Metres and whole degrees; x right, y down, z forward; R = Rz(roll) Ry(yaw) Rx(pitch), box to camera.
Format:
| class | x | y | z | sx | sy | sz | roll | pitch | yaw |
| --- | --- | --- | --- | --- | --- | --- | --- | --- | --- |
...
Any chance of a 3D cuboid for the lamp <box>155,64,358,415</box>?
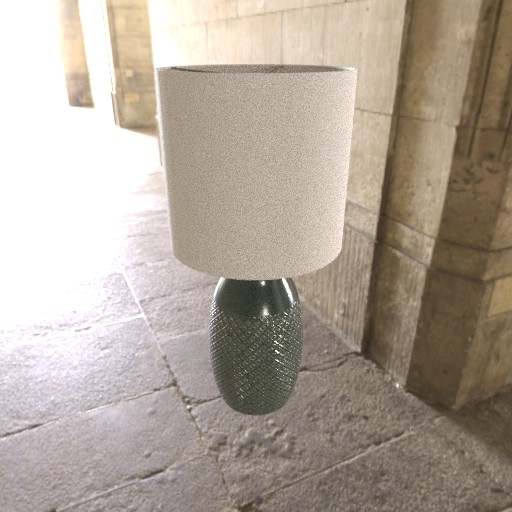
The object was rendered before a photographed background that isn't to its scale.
| class | x | y | z | sx | sy | sz | roll | pitch | yaw |
| --- | --- | --- | --- | --- | --- | --- | --- | --- | --- |
| lamp | 0.000 | 0.000 | 0.579 | 0.217 | 0.453 | 0.217 | 8 | 27 | 17 |
